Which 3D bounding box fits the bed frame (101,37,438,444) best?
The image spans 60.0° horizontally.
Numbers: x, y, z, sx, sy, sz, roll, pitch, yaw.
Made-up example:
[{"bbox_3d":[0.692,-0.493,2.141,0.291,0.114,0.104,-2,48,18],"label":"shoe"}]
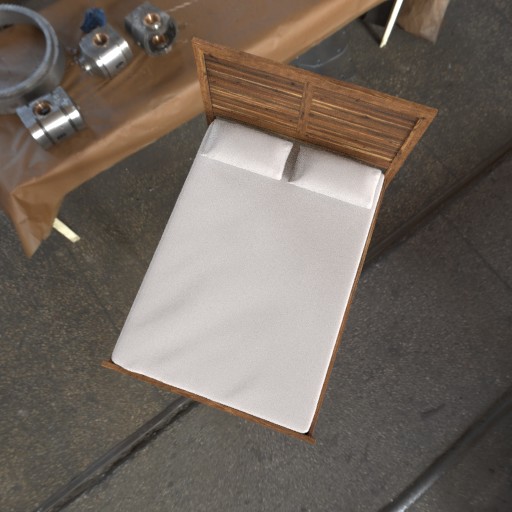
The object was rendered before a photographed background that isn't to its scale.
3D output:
[{"bbox_3d":[0.000,0.000,3.340,1.696,1.417,2.276,19,76,5],"label":"bed frame"}]
